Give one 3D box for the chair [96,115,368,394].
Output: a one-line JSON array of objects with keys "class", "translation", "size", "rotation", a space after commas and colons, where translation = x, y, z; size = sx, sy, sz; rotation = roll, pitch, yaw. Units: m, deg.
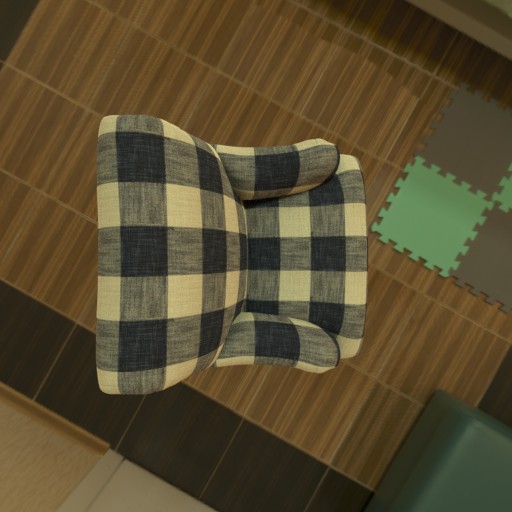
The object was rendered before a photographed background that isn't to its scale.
[{"class": "chair", "translation": [0.000, 0.000, 1.593], "size": [0.848, 0.953, 0.781], "rotation": [0, 89, 1]}]
